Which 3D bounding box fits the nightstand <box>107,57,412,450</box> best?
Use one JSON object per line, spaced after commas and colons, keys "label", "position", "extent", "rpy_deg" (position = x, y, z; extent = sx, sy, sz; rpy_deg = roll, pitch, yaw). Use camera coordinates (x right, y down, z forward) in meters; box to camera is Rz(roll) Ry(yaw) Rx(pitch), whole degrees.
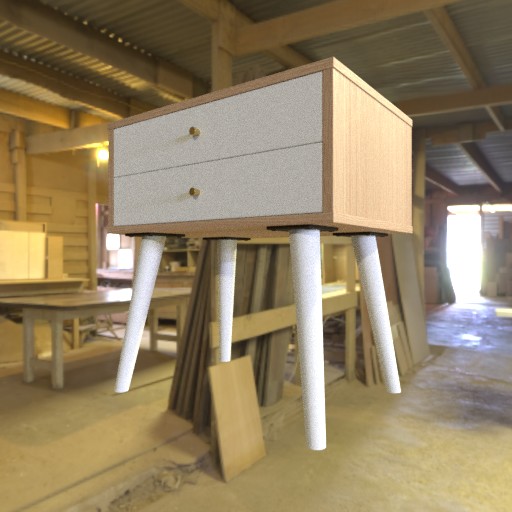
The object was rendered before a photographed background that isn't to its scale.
{"label": "nightstand", "position": [0.000, 0.000, 0.999], "extent": [0.571, 0.610, 0.407], "rpy_deg": [0, 0, 36]}
